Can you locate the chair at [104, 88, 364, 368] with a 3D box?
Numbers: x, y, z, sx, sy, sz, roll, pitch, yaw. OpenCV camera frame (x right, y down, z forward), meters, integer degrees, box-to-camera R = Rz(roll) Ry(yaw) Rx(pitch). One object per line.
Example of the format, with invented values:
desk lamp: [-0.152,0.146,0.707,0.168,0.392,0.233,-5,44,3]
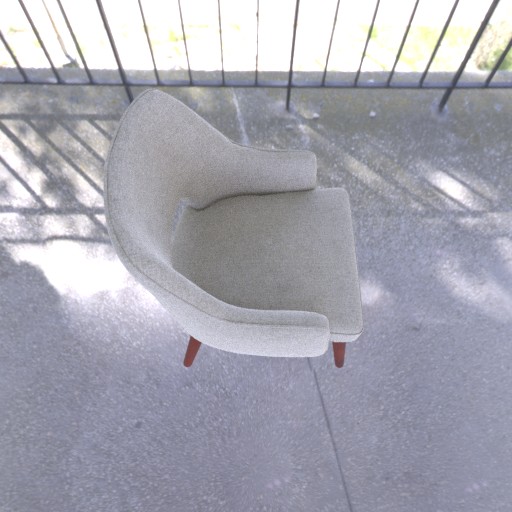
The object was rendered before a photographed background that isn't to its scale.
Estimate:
chair: [0.000,0.000,1.241,0.605,0.849,0.548,0,64,0]
